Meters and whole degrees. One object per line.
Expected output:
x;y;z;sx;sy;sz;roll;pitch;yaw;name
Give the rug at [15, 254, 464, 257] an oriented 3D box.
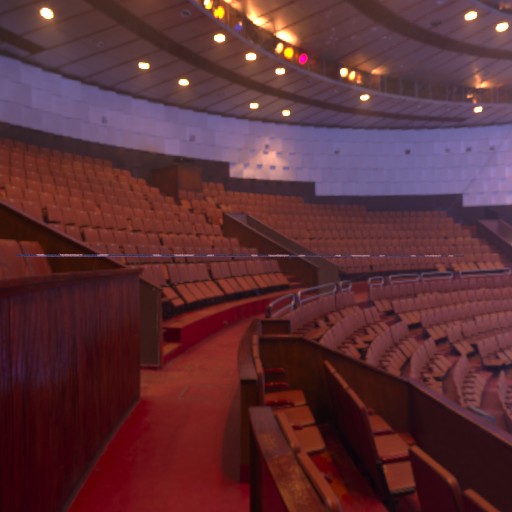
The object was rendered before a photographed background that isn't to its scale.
0.000;0.000;2.487;2.296;0.006;0.685;0;0;-20;rug
